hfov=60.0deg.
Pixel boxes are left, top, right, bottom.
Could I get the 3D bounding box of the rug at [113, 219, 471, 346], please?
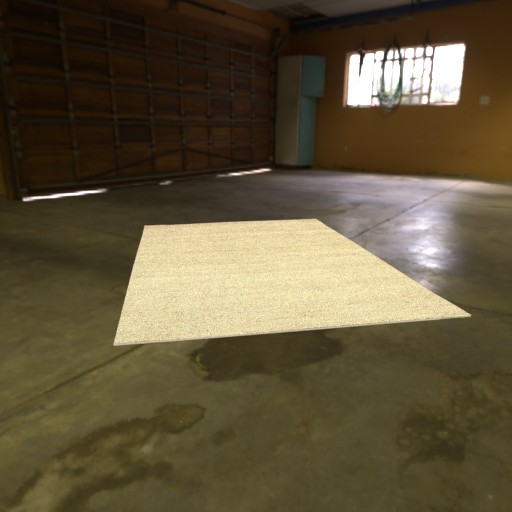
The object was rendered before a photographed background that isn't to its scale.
[{"bbox_3d":[0.000,0.000,3.021,1.609,0.030,2.342,-3,16,-10],"label":"rug"}]
